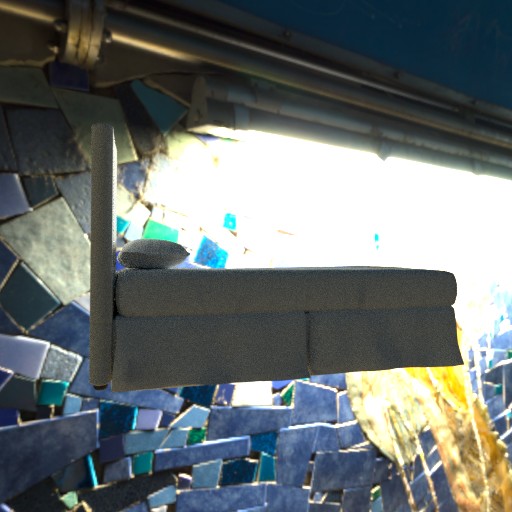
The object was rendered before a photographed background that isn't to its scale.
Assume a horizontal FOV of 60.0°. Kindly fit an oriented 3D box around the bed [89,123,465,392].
[{"bbox_3d":[0.000,0.000,3.347,2.282,1.436,1.821,0,-2,-18],"label":"bed"}]
